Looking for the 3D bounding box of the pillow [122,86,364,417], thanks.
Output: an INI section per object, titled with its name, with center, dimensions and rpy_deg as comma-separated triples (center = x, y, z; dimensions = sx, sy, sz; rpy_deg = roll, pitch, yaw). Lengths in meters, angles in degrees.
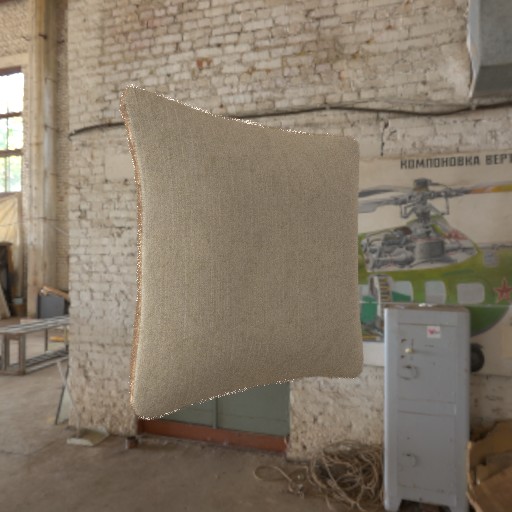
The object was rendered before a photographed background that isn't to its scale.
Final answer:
[pillow]
center = 0.000, 0.000, 0.840
dimensions = 0.538, 0.525, 0.216
rpy_deg = 0, 0, -36
